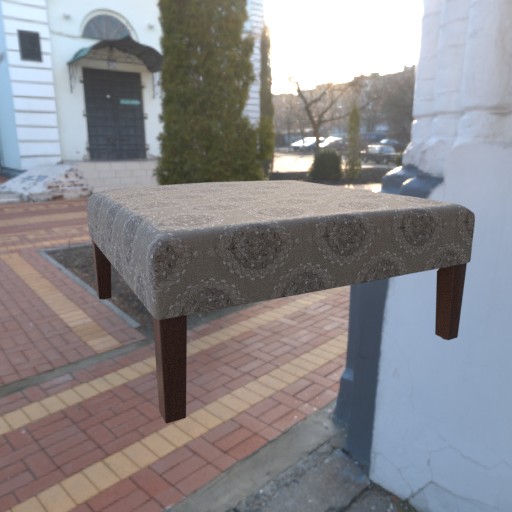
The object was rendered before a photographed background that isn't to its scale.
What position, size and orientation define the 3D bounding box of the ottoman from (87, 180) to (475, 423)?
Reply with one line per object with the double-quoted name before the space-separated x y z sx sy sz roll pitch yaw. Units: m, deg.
"ottoman" 0.000 0.000 1.413 0.890 0.411 0.889 -8 16 -27
